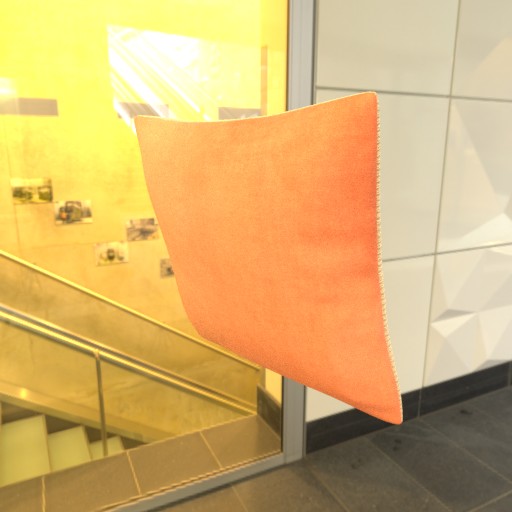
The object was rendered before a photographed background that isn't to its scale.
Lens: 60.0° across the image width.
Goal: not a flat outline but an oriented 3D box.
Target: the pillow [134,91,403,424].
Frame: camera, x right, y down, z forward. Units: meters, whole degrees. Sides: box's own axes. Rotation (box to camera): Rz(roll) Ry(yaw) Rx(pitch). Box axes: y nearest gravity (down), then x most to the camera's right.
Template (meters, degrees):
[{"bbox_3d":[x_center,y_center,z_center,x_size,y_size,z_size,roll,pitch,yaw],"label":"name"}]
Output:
[{"bbox_3d":[0.000,0.000,0.636,0.424,0.401,0.177,13,18,43],"label":"pillow"}]
